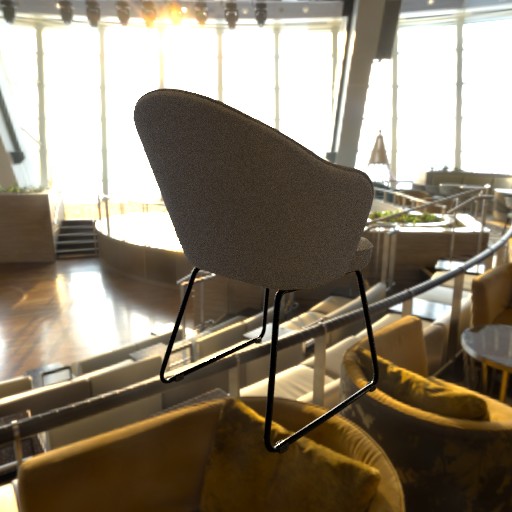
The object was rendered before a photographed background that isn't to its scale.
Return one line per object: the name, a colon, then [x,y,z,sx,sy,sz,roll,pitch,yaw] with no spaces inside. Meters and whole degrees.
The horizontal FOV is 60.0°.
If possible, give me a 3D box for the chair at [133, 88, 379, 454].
chair: [0.000,0.000,1.223,0.570,0.817,0.592,13,18,43]
